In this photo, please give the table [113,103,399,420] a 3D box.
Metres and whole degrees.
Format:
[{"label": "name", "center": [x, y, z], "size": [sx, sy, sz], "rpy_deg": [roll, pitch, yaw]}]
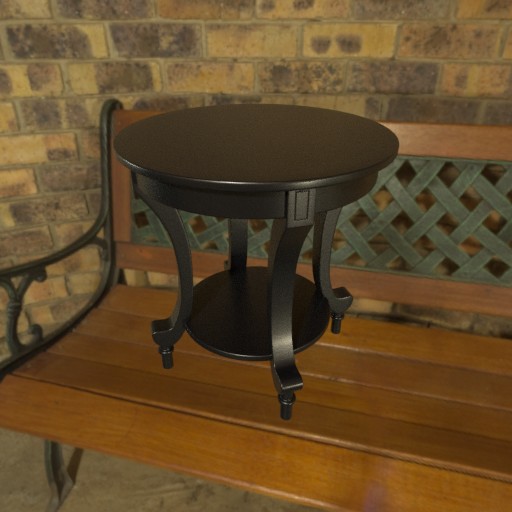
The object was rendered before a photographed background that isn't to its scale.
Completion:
[{"label": "table", "center": [0.000, 0.000, 1.112], "size": [0.597, 0.618, 0.597], "rpy_deg": [0, 30, 0]}]
